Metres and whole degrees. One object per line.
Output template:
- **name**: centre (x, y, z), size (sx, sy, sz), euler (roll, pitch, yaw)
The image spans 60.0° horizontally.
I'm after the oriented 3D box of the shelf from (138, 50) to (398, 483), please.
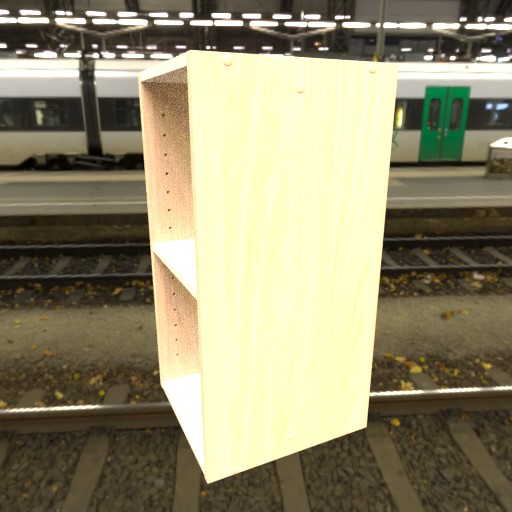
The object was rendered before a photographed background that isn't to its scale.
- **shelf**: centre (0.000, 0.000, 0.760), size (0.297, 0.594, 0.290), euler (-8, 19, -24)
